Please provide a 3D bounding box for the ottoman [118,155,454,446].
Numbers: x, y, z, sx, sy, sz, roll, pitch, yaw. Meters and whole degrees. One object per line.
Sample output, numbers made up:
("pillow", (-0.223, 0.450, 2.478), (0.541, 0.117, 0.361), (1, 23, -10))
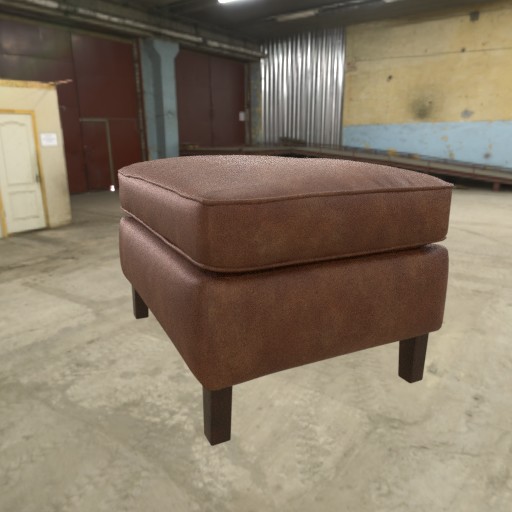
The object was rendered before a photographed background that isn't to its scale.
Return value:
("ottoman", (0.000, 0.000, 0.969), (0.501, 0.418, 0.665), (-7, 16, -25))
